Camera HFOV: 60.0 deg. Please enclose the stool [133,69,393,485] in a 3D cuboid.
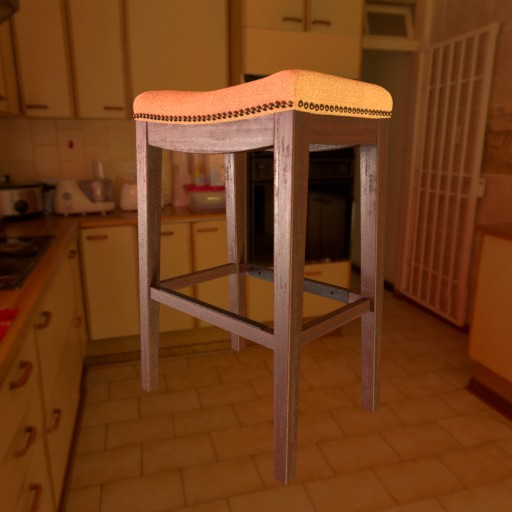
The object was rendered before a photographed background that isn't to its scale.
[{"bbox_3d":[0.000,0.000,1.061,0.509,0.768,0.363,13,19,42],"label":"stool"}]
